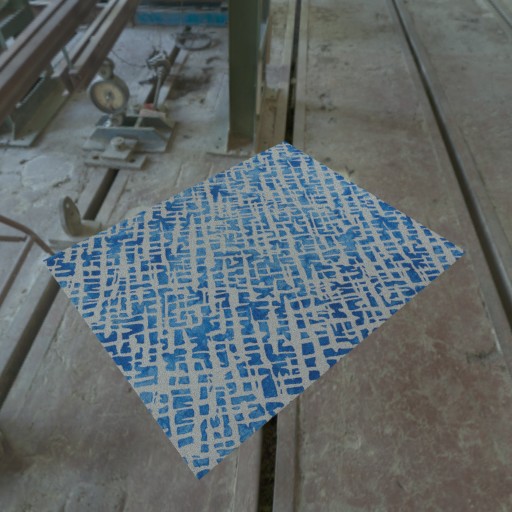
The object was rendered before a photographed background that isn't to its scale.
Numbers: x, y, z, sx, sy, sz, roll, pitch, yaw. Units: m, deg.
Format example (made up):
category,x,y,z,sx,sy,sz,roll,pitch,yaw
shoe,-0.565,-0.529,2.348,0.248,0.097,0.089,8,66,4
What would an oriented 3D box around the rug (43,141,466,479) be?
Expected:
category,x,y,z,sx,sy,sz,roll,pitch,yaw
rug,0.000,0.000,4.038,3.007,0.007,2.435,-32,54,-26
